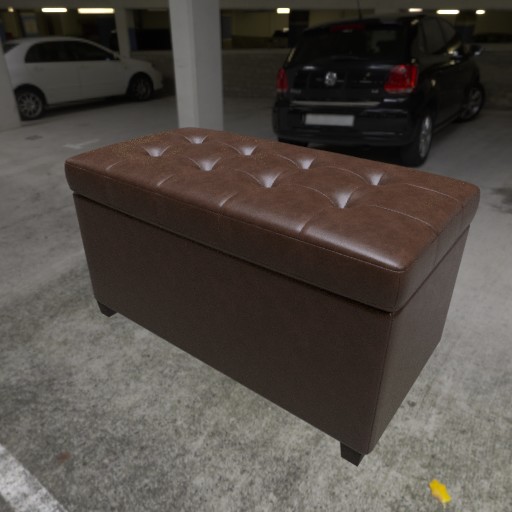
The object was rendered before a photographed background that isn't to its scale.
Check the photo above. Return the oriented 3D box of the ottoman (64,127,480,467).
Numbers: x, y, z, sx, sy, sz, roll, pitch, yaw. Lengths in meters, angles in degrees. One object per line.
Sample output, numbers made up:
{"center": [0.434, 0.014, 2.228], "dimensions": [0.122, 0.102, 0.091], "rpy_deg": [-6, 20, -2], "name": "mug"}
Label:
{"center": [0.000, 0.000, 1.070], "dimensions": [0.838, 0.470, 0.432], "rpy_deg": [21, 35, 32], "name": "ottoman"}
